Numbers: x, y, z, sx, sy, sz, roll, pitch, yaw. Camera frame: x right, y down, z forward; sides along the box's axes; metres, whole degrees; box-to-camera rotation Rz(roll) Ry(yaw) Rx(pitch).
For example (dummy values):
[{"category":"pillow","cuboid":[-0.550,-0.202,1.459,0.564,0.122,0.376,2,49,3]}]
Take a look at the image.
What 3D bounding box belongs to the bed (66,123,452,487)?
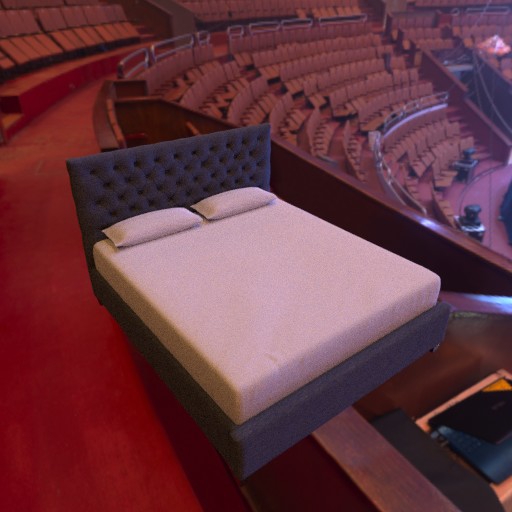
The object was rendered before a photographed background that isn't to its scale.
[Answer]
[{"category":"bed","cuboid":[0.000,0.000,3.599,2.078,1.427,2.387,-21,36,-32]}]
